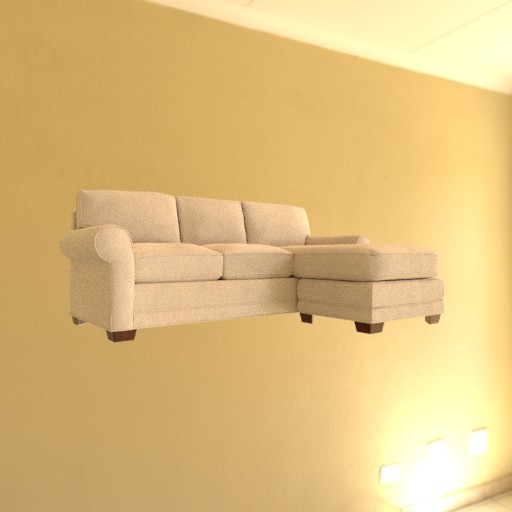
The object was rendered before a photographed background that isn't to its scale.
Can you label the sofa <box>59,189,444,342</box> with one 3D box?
[{"bbox_3d":[0.000,0.000,2.402,1.770,0.734,1.226,0,0,-37],"label":"sofa"}]
